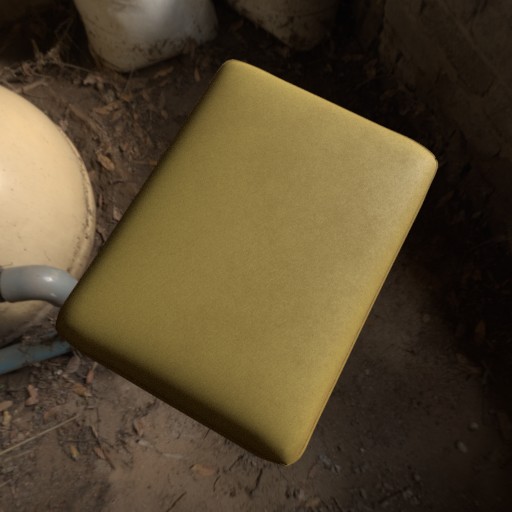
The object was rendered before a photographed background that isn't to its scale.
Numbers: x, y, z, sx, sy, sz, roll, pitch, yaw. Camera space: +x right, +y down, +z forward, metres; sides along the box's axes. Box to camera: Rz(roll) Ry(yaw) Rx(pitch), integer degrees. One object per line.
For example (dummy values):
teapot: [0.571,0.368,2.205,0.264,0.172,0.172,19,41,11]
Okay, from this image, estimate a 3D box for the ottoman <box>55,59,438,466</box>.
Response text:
ottoman: [0.000,0.000,1.151,0.608,0.449,0.811,28,77,7]
